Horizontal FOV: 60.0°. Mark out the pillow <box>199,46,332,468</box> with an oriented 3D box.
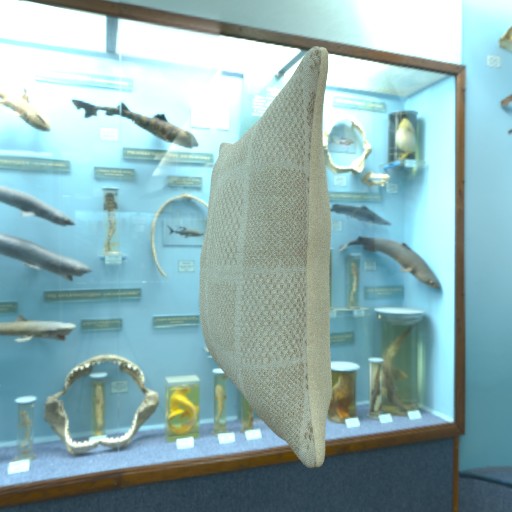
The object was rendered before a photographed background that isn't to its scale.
[{"bbox_3d":[0.000,0.000,0.656,0.138,0.432,0.436,0,1,-17],"label":"pillow"}]
